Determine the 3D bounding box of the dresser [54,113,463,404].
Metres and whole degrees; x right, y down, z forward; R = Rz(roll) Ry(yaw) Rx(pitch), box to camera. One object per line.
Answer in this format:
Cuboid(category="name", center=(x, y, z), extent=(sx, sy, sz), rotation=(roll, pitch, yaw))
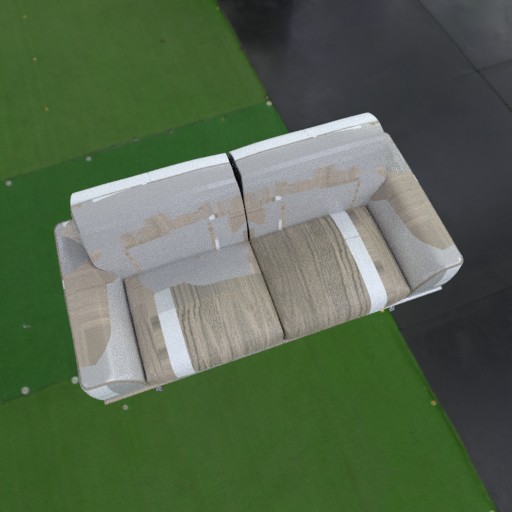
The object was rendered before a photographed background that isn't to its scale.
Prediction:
Cuboid(category="dresser", center=(0.000, 0.000, 5.709), extent=(4.679, 1.863, 2.251), rotation=(-17, 66, -8))
